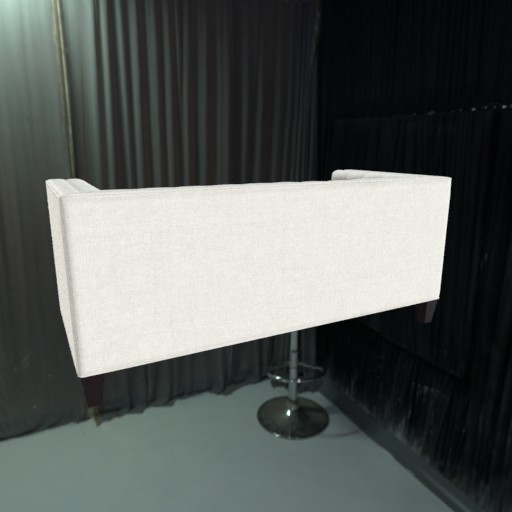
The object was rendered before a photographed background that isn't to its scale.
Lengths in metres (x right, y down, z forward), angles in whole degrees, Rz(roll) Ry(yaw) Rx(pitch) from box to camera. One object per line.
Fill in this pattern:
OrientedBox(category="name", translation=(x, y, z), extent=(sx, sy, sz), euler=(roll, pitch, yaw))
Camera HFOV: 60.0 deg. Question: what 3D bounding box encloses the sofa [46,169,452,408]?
OrientedBox(category="sofa", translation=(0.000, 0.000, 2.190), extent=(1.778, 0.762, 0.775), euler=(-7, 16, -27))
